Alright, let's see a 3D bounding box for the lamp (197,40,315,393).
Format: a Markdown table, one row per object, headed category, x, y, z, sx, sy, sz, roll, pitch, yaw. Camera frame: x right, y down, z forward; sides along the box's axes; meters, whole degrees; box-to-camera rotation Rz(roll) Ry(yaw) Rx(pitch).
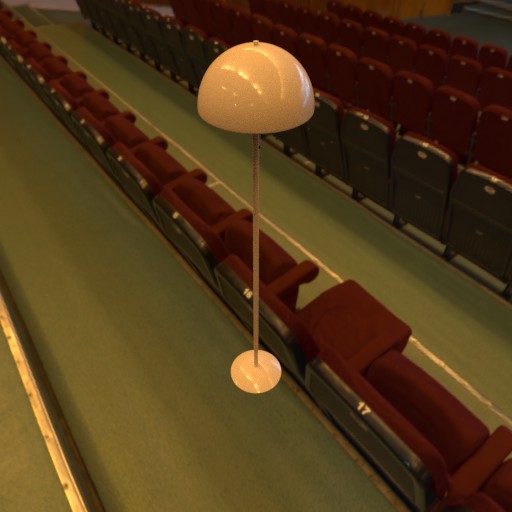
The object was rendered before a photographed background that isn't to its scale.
| category | x | y | z | sx | sy | sz | roll | pitch | yaw |
| --- | --- | --- | --- | --- | --- | --- | --- | --- | --- |
| lamp | 0.000 | 0.000 | 1.630 | 0.328 | 1.480 | 0.328 | -26 | 48 | -26 |
